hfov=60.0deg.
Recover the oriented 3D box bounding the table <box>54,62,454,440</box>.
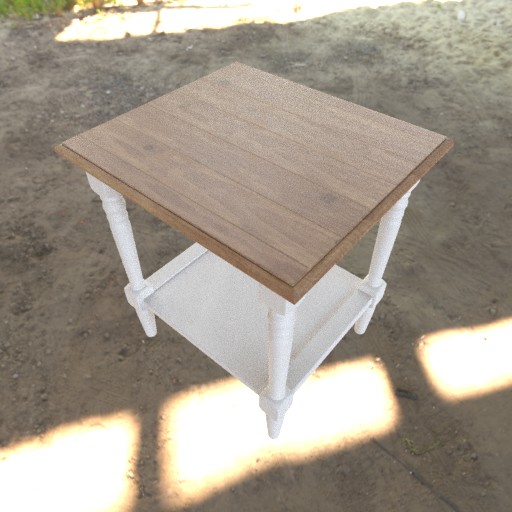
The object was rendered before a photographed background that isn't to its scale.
[{"bbox_3d":[0.000,0.000,0.948,0.508,0.561,0.457,31,53,27],"label":"table"}]
